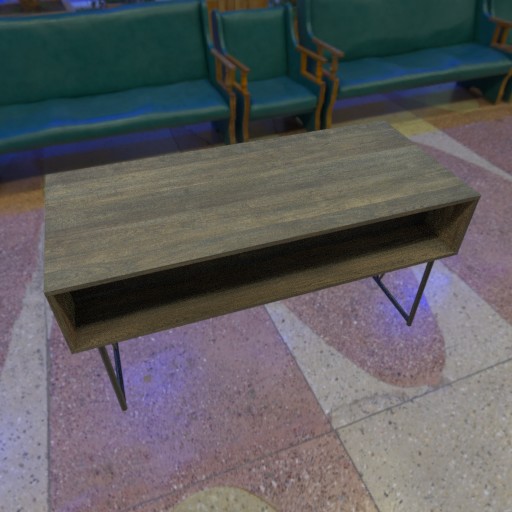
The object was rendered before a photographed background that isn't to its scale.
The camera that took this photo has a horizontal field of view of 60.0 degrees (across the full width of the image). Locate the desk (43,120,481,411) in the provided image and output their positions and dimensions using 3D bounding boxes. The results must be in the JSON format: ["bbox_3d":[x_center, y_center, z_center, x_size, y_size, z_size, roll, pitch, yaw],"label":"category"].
[{"bbox_3d":[0.000,0.000,2.041,1.600,0.780,0.730,-13,43,-14],"label":"desk"}]
